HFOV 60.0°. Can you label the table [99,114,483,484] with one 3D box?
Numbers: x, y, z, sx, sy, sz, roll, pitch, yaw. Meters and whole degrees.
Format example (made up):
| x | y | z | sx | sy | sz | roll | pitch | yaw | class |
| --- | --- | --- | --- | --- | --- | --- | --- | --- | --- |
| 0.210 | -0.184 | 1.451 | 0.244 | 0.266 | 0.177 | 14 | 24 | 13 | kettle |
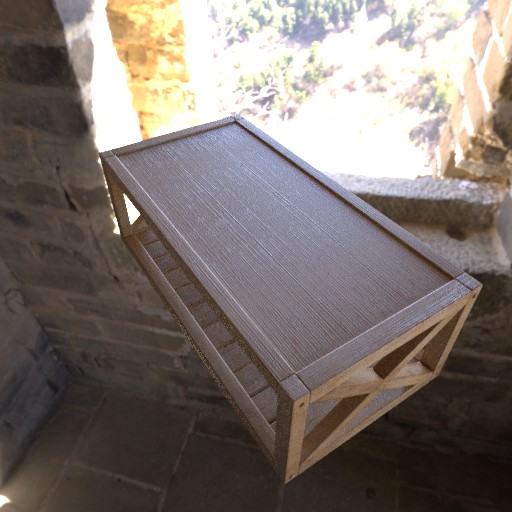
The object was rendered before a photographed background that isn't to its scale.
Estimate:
| x | y | z | sx | sy | sz | roll | pitch | yaw | class |
| --- | --- | --- | --- | --- | --- | --- | --- | --- | --- |
| 0.000 | 0.000 | 1.659 | 0.660 | 0.457 | 1.321 | -24 | 47 | -24 | table |
